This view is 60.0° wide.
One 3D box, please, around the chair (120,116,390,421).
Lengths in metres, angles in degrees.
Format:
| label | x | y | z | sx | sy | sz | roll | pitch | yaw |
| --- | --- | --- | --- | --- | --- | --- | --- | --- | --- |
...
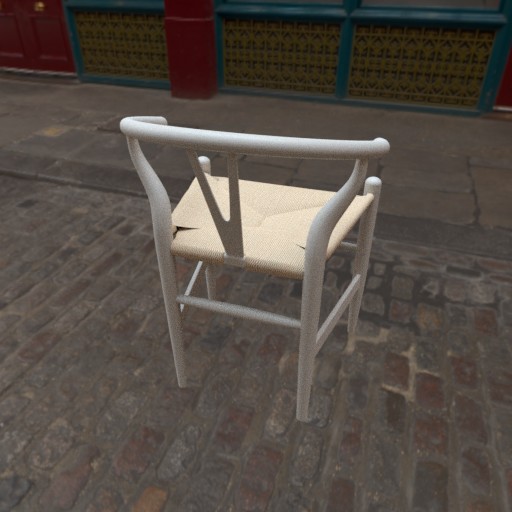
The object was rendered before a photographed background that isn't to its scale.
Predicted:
| label | x | y | z | sx | sy | sz | roll | pitch | yaw |
| --- | --- | --- | --- | --- | --- | --- | --- | --- | --- |
| chair | 0.000 | 0.000 | 1.064 | 0.533 | 0.736 | 0.500 | 10 | 34 | 16 |
